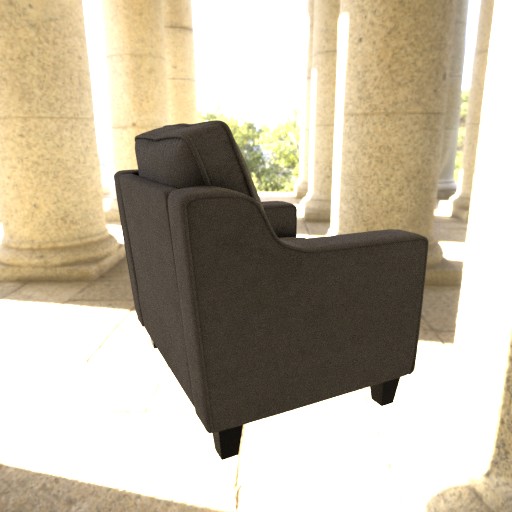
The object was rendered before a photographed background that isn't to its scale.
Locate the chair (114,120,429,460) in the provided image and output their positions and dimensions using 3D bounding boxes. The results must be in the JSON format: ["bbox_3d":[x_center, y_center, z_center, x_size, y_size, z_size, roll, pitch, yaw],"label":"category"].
[{"bbox_3d":[0.000,0.000,1.651,0.840,0.944,0.926,-7,16,-26],"label":"chair"}]
